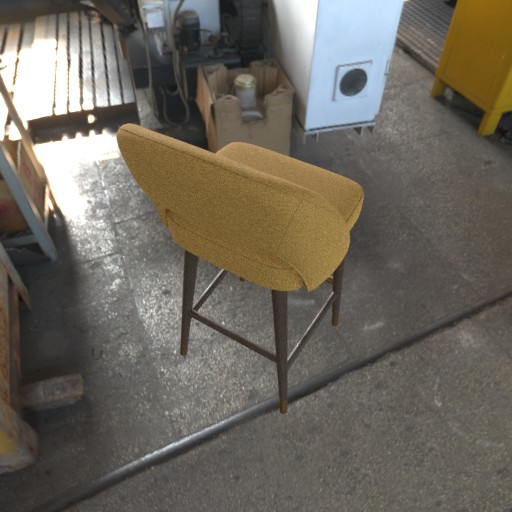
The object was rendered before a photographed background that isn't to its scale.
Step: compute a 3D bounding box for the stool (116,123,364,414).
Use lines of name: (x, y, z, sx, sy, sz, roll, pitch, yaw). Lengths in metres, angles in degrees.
stool: (0.000, 0.000, 1.332, 0.536, 1.032, 0.522, 24, 53, 20)
